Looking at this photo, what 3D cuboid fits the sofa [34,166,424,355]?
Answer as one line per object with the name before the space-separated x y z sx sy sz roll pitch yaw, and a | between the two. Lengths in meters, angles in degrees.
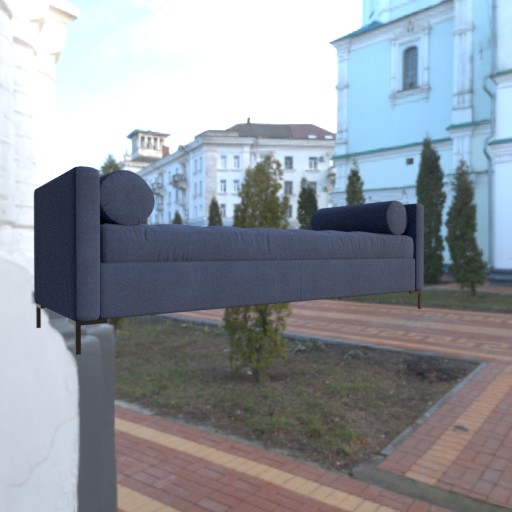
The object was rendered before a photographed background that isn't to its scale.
sofa | 0.000 0.000 2.303 1.981 0.635 0.686 0 1 -37
